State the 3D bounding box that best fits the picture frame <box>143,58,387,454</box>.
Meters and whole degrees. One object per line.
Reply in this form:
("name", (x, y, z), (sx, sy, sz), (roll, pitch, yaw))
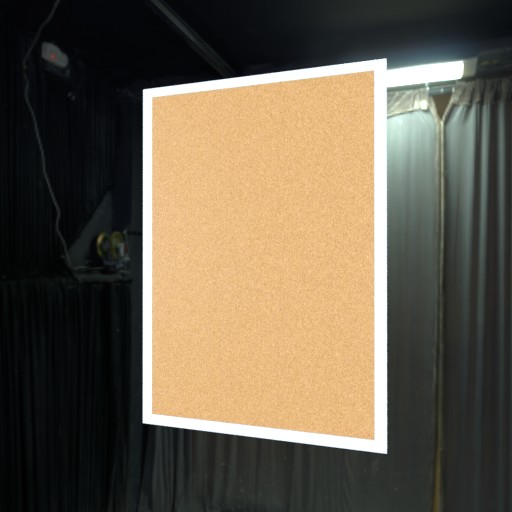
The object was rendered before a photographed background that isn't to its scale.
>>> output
("picture frame", (0.000, 0.000, 0.538), (0.305, 0.434, 0.013), (0, 0, 17))
